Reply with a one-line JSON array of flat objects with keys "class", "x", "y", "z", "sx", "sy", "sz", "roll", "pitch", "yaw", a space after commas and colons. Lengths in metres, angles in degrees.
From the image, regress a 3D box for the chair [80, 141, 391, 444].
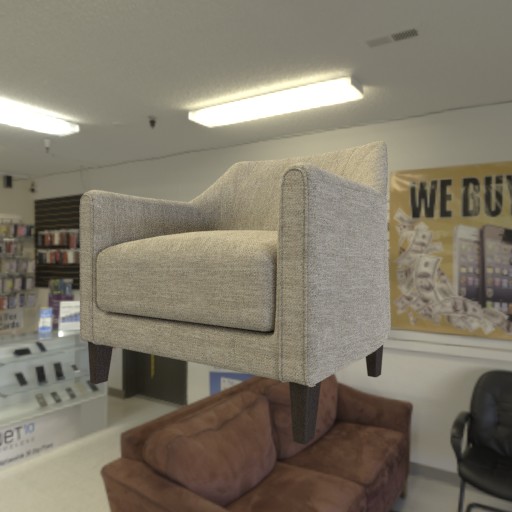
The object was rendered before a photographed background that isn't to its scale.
[{"class": "chair", "x": 0.000, "y": 0.000, "z": 1.395, "sx": 0.796, "sy": 0.761, "sz": 0.758, "roll": 0, "pitch": 1, "yaw": 36}]
